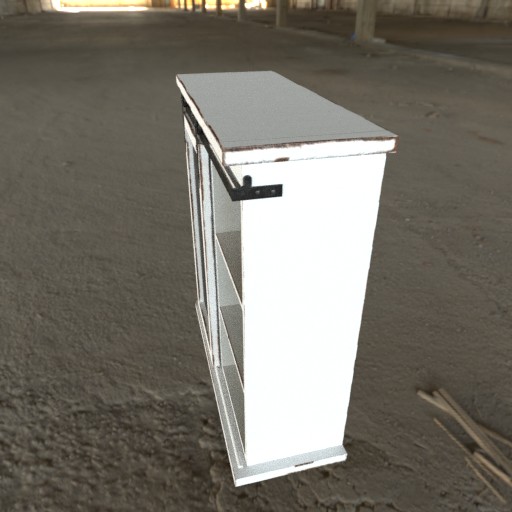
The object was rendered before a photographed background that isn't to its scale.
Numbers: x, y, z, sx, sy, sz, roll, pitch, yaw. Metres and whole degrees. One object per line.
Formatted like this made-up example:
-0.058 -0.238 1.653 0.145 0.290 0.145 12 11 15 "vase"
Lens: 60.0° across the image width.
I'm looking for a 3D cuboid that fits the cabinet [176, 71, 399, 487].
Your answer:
0.000 0.000 0.874 0.210 0.603 0.541 -7 31 -12 "cabinet"
